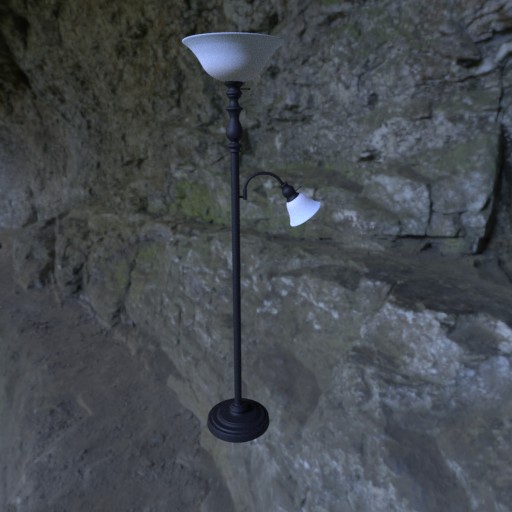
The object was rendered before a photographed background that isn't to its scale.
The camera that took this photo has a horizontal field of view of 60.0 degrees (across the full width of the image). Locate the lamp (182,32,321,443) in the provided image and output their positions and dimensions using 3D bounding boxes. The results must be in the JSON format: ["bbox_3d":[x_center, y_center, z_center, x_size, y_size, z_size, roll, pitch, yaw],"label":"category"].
[{"bbox_3d":[0.000,0.000,2.045,0.588,1.793,0.405,-3,17,-8],"label":"lamp"}]
